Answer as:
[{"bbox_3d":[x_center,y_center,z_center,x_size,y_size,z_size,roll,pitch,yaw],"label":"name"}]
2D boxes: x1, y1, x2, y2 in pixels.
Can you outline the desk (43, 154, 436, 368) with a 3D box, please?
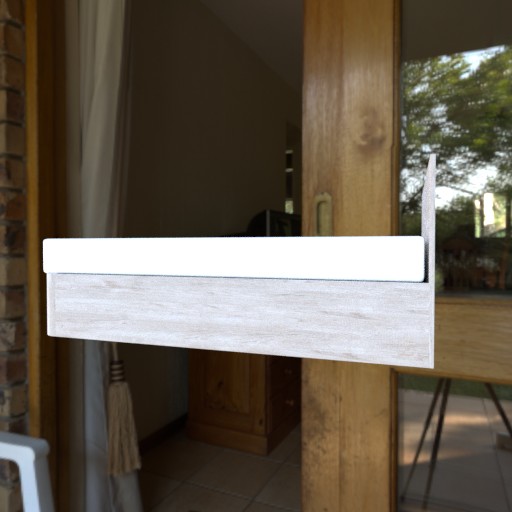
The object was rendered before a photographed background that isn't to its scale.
[{"bbox_3d":[0.000,0.000,2.624,1.900,0.800,1.400,0,1,19],"label":"desk"}]
